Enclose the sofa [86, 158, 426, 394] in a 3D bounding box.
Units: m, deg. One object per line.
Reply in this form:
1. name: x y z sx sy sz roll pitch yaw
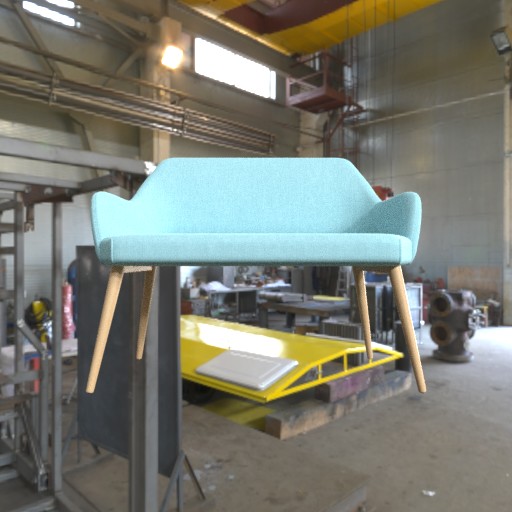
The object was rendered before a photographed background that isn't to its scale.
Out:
1. sofa: 0.000 0.000 1.627 1.150 0.840 0.610 0 0 0
